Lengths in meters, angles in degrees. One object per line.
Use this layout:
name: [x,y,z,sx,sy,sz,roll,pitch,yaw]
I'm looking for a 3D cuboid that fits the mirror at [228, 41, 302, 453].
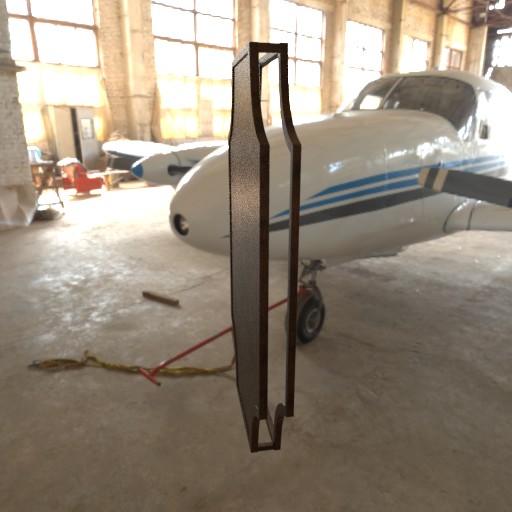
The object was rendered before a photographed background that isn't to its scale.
mirror: [0.000,0.000,0.967,0.066,0.811,0.462,-3,17,-9]
